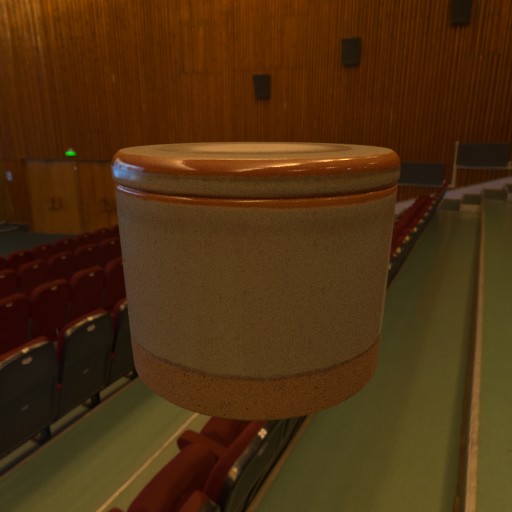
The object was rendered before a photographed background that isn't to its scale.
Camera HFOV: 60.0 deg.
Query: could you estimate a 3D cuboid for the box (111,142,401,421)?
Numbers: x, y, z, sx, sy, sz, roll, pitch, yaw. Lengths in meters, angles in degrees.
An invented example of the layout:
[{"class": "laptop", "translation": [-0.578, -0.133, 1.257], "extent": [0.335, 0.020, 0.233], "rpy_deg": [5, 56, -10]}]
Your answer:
[{"class": "box", "translation": [0.000, 0.000, 0.210], "extent": [0.123, 0.100, 0.123], "rpy_deg": [0, 17, 0]}]
